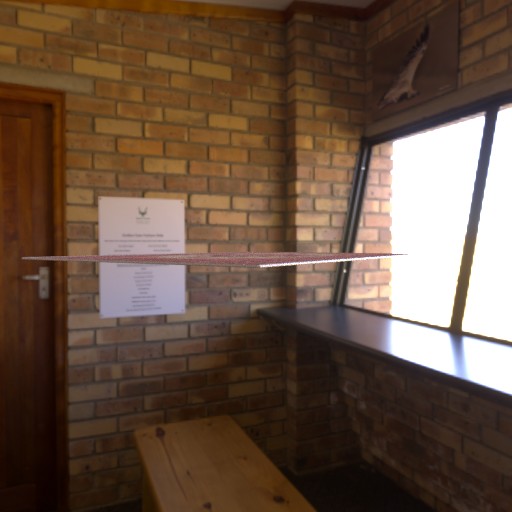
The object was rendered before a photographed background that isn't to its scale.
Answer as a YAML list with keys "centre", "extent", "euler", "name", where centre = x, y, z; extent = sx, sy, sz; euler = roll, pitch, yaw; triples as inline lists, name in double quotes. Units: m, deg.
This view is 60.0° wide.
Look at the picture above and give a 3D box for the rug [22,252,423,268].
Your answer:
- centre: [0.000, 0.000, 3.707]
  extent: [2.005, 0.014, 2.878]
  euler: [1, 2, 34]
  name: "rug"
